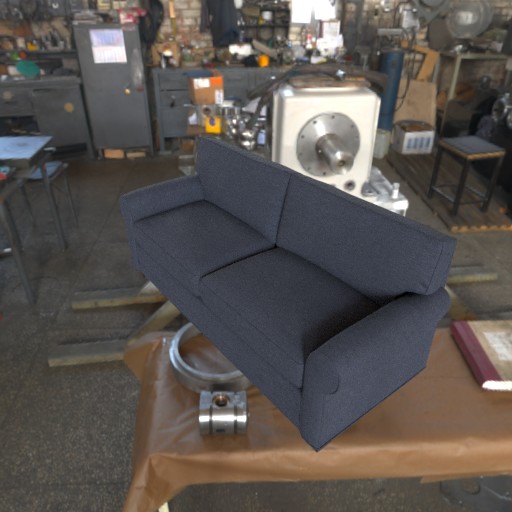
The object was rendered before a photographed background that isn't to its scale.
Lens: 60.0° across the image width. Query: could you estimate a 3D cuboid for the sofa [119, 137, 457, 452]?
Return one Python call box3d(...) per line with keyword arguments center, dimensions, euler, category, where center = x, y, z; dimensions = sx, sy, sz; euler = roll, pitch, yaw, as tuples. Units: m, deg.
box3d(center=(0.000, 0.000, 2.966), dimensions=(0.954, 1.026, 2.391), euler=(-22, 38, -32), category="sofa")
